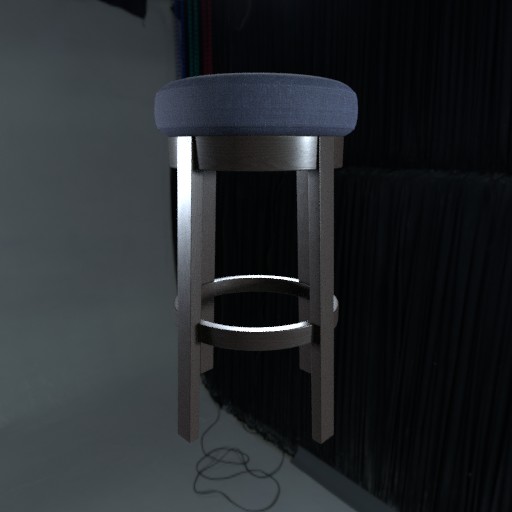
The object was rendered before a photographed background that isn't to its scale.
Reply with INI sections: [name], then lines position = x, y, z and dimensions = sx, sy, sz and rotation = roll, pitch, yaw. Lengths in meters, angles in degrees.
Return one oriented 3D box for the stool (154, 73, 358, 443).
[stool]
position = 0.000, 0.000, 1.033
dimensions = 0.446, 0.758, 0.446
rotation = 0, 14, 0
